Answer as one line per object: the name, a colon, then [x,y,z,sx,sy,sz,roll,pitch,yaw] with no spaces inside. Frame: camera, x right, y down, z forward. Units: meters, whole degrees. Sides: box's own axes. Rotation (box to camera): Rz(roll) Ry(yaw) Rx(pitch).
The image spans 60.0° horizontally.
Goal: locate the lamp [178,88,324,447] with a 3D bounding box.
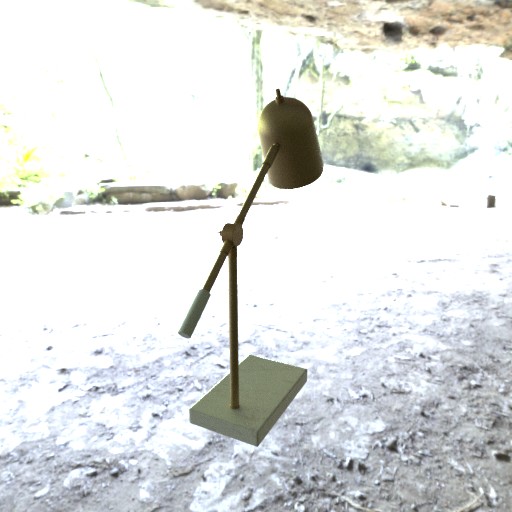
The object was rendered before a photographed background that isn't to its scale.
lamp: [0.000,0.000,0.830,0.144,0.603,0.471,8,18,26]
